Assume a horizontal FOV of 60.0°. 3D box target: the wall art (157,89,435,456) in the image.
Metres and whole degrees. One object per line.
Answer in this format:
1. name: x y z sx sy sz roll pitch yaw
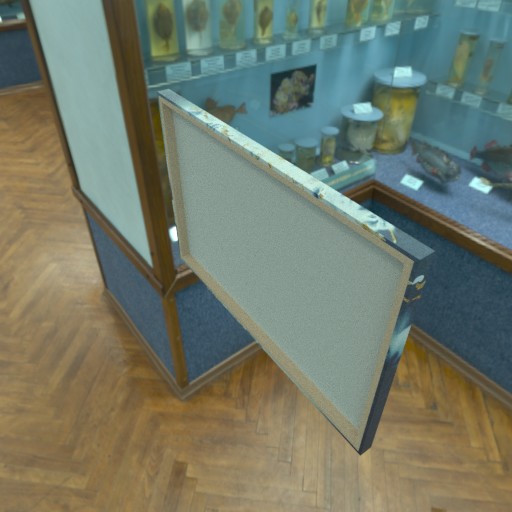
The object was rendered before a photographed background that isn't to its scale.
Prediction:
1. wall art: 0.000 0.000 1.162 0.038 0.608 0.912 -24 45 -27
